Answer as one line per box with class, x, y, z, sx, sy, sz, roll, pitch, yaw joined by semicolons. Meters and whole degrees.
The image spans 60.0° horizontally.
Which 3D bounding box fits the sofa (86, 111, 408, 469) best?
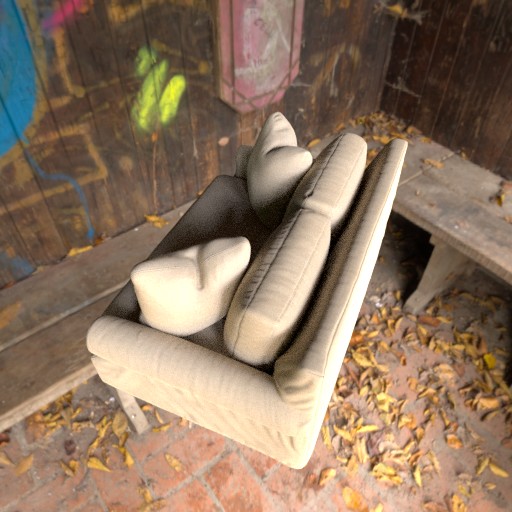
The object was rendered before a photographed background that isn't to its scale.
sofa;0.000;0.000;2.160;1.070;0.905;1.550;17;48;16
